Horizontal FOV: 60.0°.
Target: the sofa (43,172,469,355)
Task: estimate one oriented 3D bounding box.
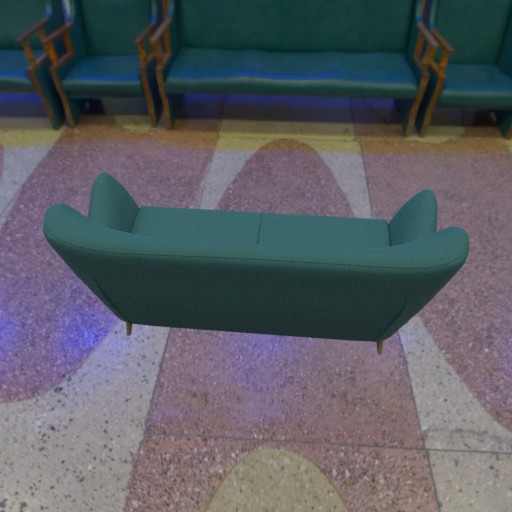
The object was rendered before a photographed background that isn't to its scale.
[{"bbox_3d":[0.000,0.000,2.360,1.930,0.890,0.889,4,45,4],"label":"sofa"}]
